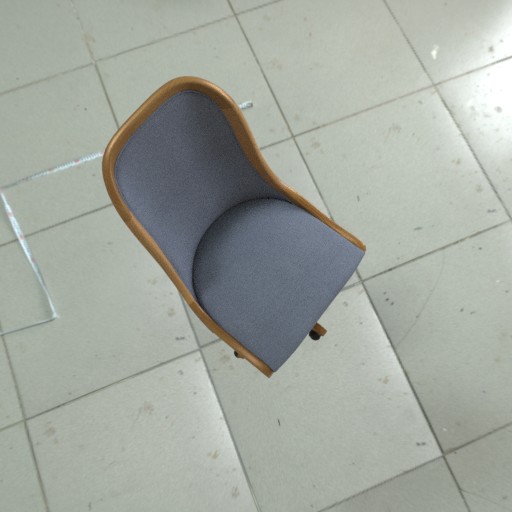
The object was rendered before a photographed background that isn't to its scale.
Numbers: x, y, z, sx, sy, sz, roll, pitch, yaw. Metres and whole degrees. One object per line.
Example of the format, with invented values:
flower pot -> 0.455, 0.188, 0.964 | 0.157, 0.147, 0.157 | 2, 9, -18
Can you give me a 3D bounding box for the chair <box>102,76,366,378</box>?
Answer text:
chair -> 0.000, 0.000, 1.498 | 0.735, 1.031, 0.605 | 38, 79, 9
